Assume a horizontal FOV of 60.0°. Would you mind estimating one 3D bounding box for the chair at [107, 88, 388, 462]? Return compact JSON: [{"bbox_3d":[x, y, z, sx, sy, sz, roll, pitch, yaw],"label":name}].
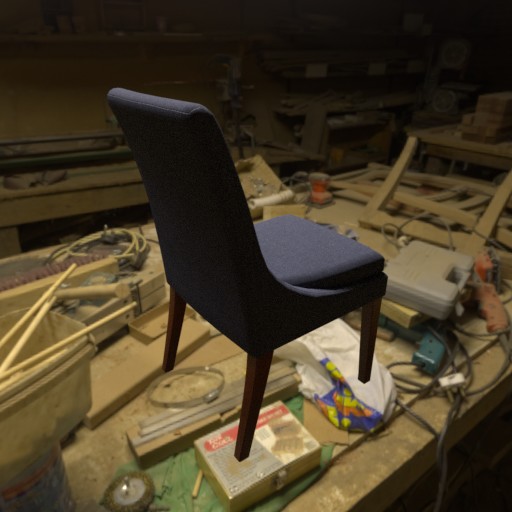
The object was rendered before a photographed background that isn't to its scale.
[{"bbox_3d":[0.000,0.000,1.334,0.655,0.952,0.508,-18,31,-32],"label":"chair"}]
